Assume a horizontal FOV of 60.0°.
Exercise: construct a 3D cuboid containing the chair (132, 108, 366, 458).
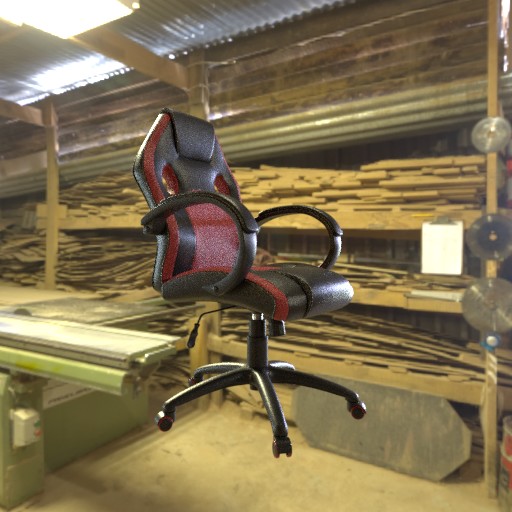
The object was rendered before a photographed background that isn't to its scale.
[{"bbox_3d":[0.000,0.000,1.707,0.783,1.189,0.750,1,2,35],"label":"chair"}]
